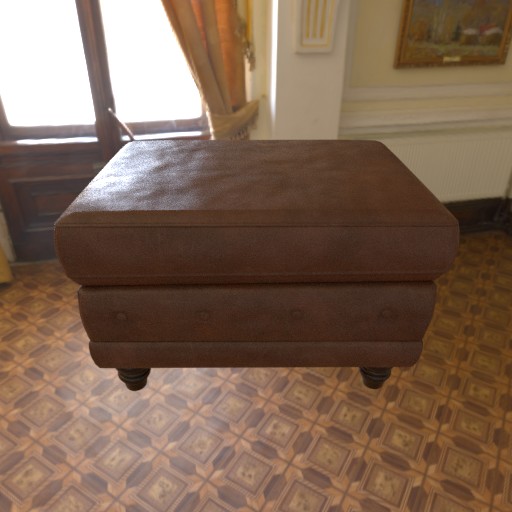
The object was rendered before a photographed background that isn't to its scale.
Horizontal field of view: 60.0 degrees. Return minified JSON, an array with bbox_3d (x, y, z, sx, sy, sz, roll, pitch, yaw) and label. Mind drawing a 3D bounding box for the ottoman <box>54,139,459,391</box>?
[{"bbox_3d":[0.000,0.000,1.197,0.795,0.509,0.588,0,29,0],"label":"ottoman"}]
